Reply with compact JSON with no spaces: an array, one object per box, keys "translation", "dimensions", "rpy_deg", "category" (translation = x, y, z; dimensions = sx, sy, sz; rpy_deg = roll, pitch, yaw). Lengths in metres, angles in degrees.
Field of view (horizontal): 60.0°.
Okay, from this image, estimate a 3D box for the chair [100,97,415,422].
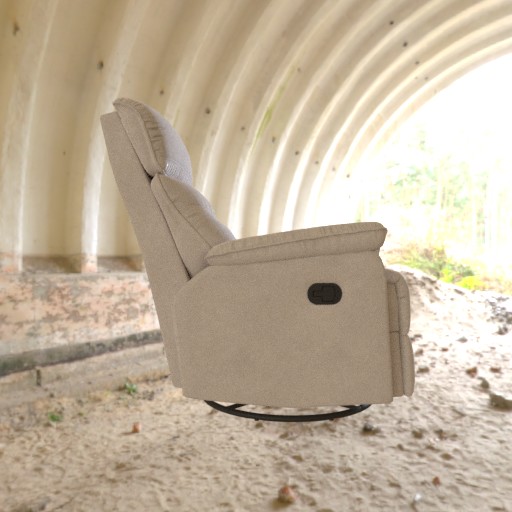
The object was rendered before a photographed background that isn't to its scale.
[{"translation":[0.000,0.000,1.679],"dimensions":[1.001,1.039,0.820],"rpy_deg":[0,-1,-1],"category":"chair"}]
